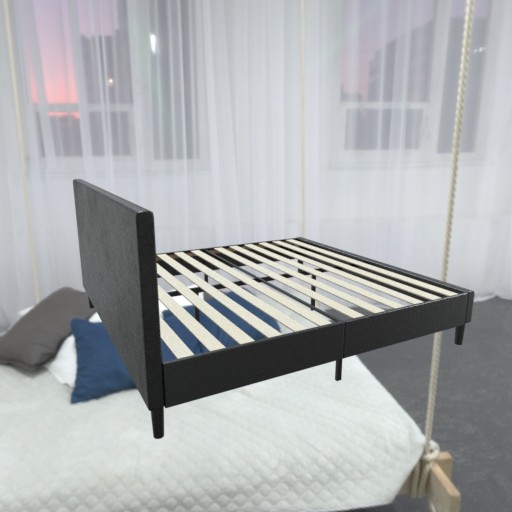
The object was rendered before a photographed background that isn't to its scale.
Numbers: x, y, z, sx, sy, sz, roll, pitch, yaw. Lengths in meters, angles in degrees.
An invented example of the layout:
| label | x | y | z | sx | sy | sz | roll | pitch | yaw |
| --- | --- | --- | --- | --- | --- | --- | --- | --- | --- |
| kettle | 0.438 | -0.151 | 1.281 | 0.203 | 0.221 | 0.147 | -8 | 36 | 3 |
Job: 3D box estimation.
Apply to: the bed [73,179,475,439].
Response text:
| label | x | y | z | sx | sy | sz | roll | pitch | yaw |
| --- | --- | --- | --- | --- | --- | --- | --- | --- | --- |
| bed | 0.000 | 0.000 | 3.205 | 2.152 | 1.046 | 2.018 | -7 | 16 | -27 |
